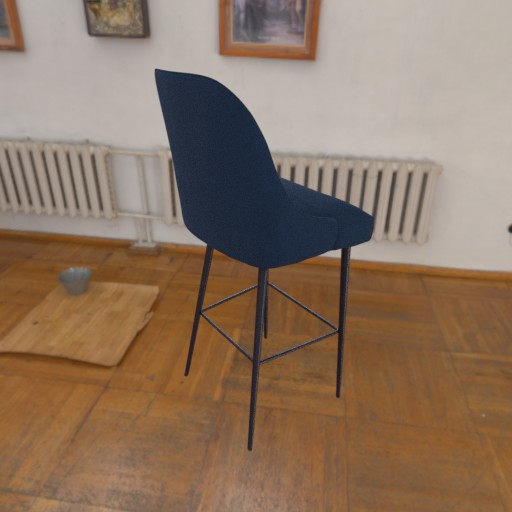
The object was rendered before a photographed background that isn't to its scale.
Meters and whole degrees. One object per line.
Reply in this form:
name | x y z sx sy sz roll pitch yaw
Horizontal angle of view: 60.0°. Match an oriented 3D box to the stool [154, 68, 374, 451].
stool | 0.000 0.000 1.370 0.489 1.079 0.527 -18 32 -32
